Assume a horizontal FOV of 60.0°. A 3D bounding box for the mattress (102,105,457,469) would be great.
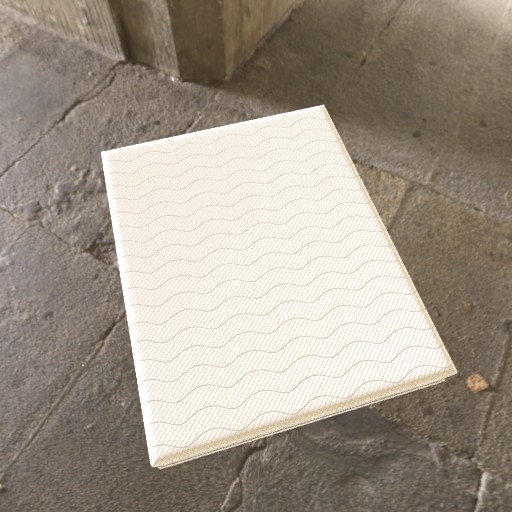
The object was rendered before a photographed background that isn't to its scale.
[{"bbox_3d":[0.000,0.000,2.728,1.600,0.230,2.000,-14,63,-7],"label":"mattress"}]
